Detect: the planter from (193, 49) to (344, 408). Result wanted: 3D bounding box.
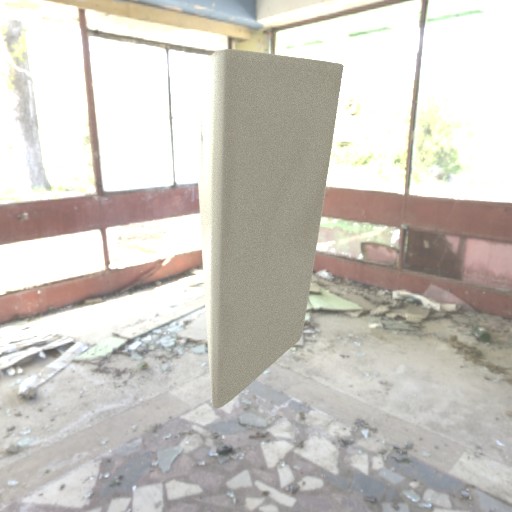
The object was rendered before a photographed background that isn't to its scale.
[{"bbox_3d":[0.000,0.000,0.262,0.060,0.197,0.150,-3,15,-10],"label":"planter"}]
